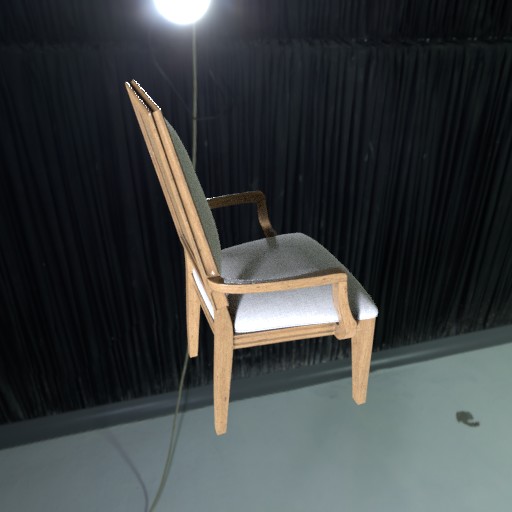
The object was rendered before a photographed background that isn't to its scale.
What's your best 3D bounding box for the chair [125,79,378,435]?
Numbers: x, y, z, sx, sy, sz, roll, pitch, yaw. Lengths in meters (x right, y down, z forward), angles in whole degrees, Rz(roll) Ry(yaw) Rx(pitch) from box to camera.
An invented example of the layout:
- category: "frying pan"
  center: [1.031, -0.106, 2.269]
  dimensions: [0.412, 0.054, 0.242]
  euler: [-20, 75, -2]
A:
- category: "chair"
  center: [0.000, 0.000, 1.360]
  dimensions: [0.602, 0.990, 0.606]
  euler: [-10, 31, -18]
